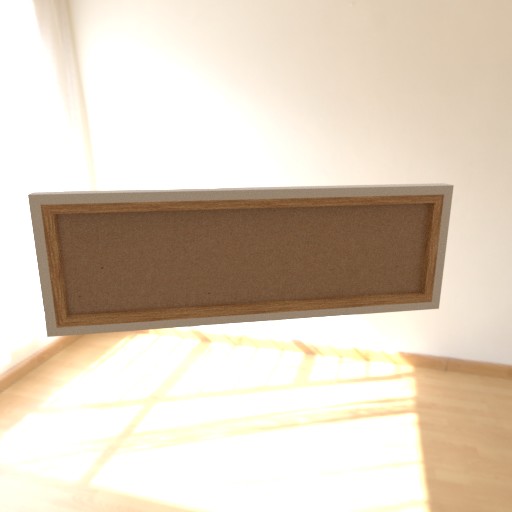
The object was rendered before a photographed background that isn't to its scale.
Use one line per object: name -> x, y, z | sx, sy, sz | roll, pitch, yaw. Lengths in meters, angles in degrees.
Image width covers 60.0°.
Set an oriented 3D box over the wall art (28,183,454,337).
wall art -> 0.000, 0.000, 0.837 | 0.763, 0.255, 0.038 | -3, 16, -10
